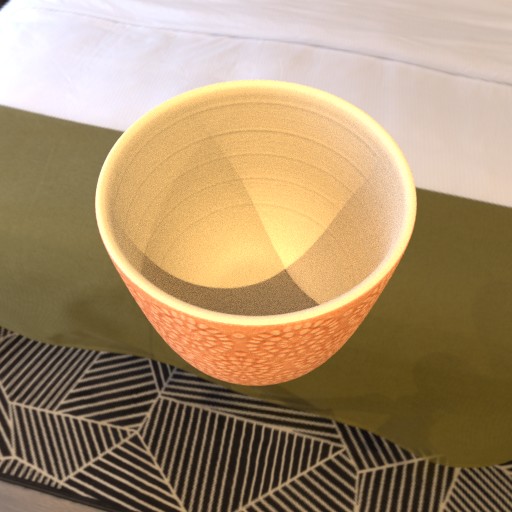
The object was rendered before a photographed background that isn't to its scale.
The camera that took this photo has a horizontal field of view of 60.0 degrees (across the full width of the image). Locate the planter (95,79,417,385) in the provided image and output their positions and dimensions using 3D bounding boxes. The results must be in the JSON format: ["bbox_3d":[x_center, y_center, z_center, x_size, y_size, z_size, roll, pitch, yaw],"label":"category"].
[{"bbox_3d":[0.000,0.000,0.370,0.208,0.190,0.208,0,58,0],"label":"planter"}]
